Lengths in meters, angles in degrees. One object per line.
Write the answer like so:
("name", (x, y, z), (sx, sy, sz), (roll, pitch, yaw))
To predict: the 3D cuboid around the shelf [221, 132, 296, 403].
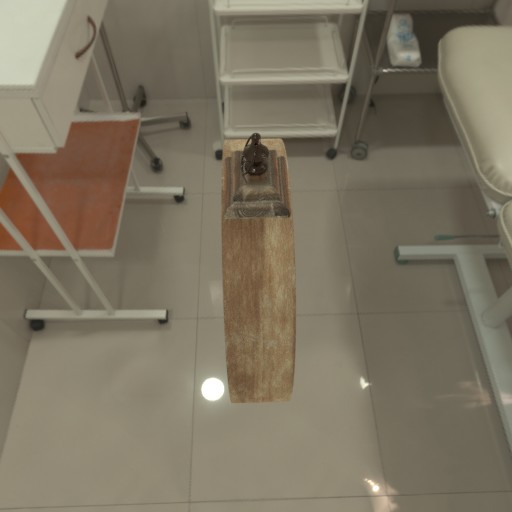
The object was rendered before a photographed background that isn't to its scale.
("shelf", (0.000, 0.000, 1.003), (0.125, 0.725, 0.601), (-2, 58, -1))
